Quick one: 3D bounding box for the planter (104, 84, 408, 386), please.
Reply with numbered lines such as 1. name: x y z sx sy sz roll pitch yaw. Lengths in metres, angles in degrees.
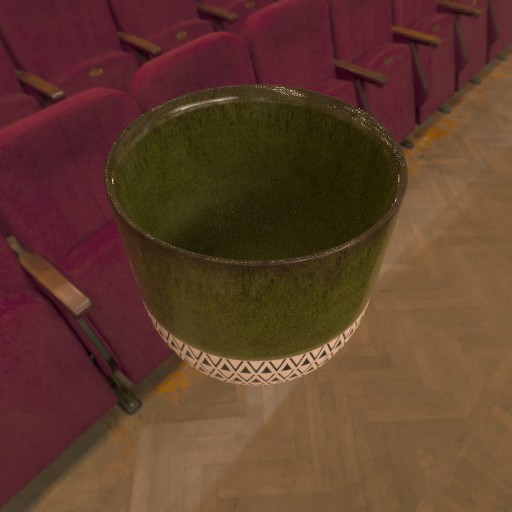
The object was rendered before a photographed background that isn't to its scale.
1. planter: 0.000 0.000 0.495 0.266 0.270 0.266 0 47 0
